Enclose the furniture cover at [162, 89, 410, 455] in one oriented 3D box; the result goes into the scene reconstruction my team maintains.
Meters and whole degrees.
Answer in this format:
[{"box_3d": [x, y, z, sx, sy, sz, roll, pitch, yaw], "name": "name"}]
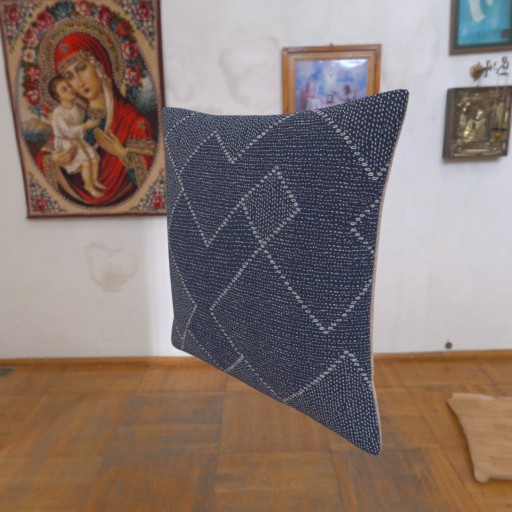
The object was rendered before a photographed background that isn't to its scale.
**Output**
[{"box_3d": [0.000, 0.000, 0.752, 0.511, 0.503, 0.162, 14, 20, 43], "name": "furniture cover"}]
